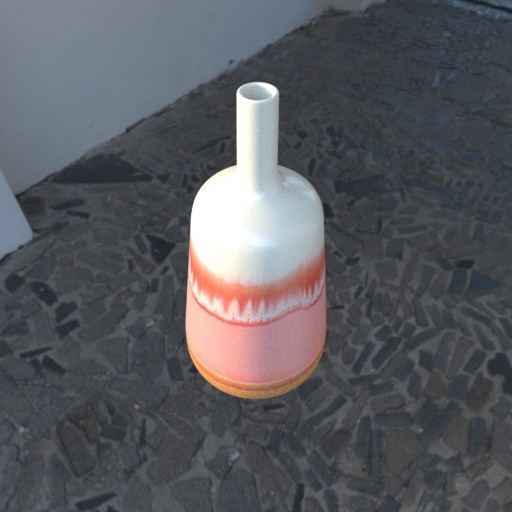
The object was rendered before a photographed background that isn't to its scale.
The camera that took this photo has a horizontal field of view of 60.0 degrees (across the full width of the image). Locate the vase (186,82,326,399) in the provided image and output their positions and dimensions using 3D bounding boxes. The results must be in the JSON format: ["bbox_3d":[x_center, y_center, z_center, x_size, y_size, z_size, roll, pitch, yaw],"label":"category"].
[{"bbox_3d":[0.000,0.000,0.381,0.144,0.296,0.144,0,47,0],"label":"vase"}]
